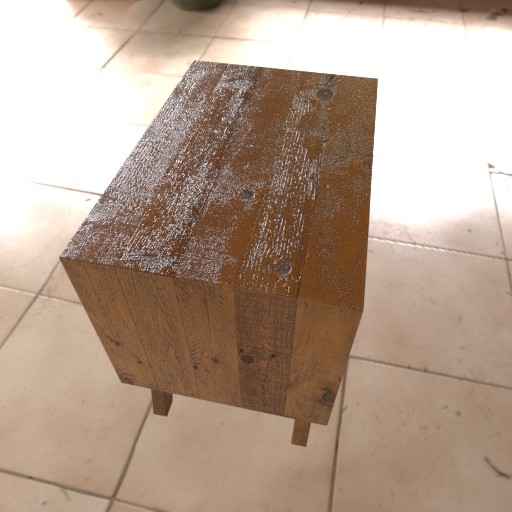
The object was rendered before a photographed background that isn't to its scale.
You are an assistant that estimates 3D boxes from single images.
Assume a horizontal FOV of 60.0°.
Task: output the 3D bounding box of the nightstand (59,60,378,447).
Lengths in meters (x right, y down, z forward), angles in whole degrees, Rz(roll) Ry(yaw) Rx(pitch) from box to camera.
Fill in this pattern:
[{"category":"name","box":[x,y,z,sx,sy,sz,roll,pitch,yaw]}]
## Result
[{"category":"nightstand","box":[0.000,0.000,1.045,0.450,0.599,0.650,9,49,8]}]
